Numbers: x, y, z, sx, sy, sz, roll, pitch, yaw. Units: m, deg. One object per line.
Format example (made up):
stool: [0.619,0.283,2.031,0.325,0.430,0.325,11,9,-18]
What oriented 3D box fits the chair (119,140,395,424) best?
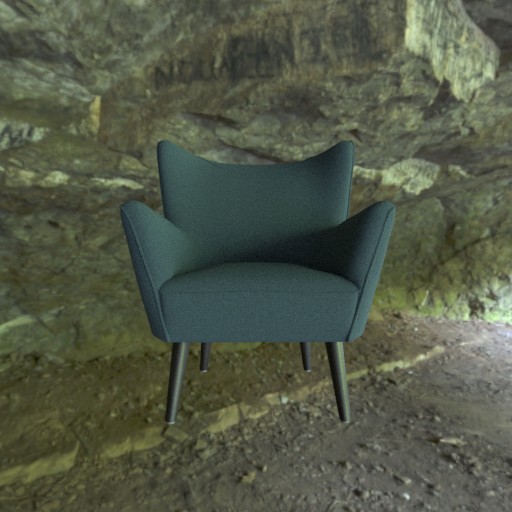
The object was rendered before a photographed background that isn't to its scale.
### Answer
chair: [0.000,0.000,1.601,0.781,0.933,0.888,0,-1,-1]
